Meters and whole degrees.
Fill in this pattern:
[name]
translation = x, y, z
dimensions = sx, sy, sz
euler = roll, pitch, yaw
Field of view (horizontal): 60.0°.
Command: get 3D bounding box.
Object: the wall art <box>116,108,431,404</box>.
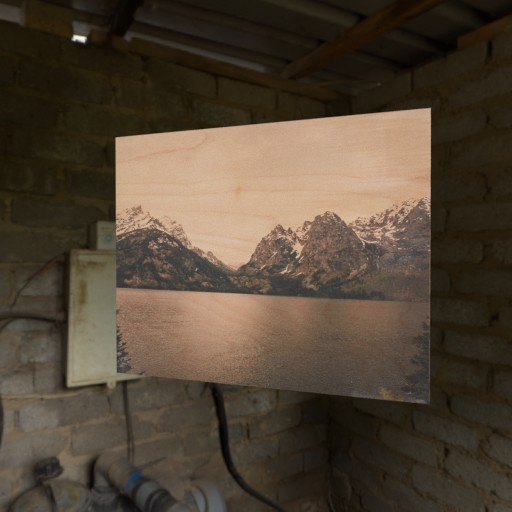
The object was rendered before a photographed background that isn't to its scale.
[wall art]
translation = 0.000, 0.000, 0.694
dimensions = 0.508, 0.408, 0.010
euler = 0, 1, 18
